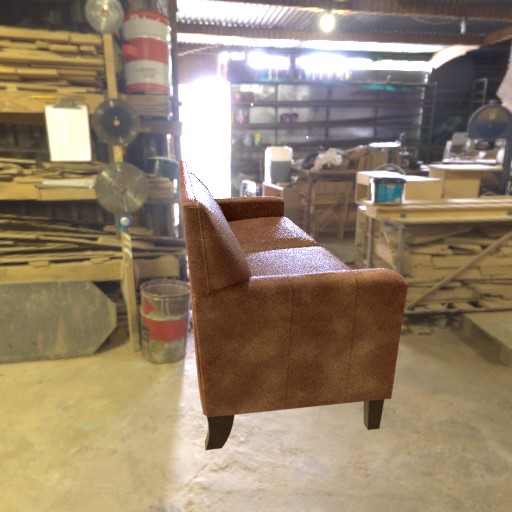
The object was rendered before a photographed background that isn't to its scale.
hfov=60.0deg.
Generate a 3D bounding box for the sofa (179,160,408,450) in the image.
[{"bbox_3d":[0.000,0.000,2.497,0.805,0.947,2.053,-3,16,-9],"label":"sofa"}]
